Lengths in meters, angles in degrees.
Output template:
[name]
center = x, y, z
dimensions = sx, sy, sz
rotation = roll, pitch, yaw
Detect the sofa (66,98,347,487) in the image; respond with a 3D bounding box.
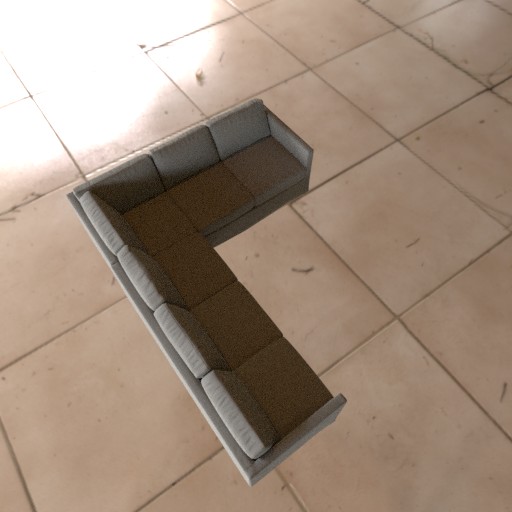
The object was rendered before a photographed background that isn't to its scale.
[sofa]
center = 0.000, 0.000, 4.339
dimensions = 2.432, 0.871, 3.182
rotation = -32, 64, -18
